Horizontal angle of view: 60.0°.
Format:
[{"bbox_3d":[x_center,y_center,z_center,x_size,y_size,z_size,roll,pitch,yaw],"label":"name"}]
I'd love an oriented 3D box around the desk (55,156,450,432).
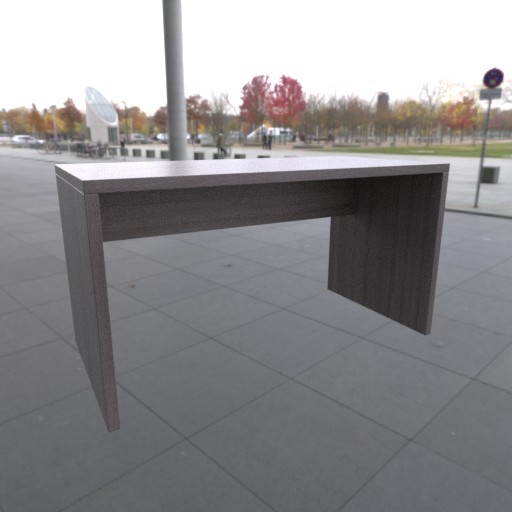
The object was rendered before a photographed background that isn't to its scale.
[{"bbox_3d":[0.000,0.000,1.826,1.380,0.745,0.690,-8,18,-28],"label":"desk"}]
